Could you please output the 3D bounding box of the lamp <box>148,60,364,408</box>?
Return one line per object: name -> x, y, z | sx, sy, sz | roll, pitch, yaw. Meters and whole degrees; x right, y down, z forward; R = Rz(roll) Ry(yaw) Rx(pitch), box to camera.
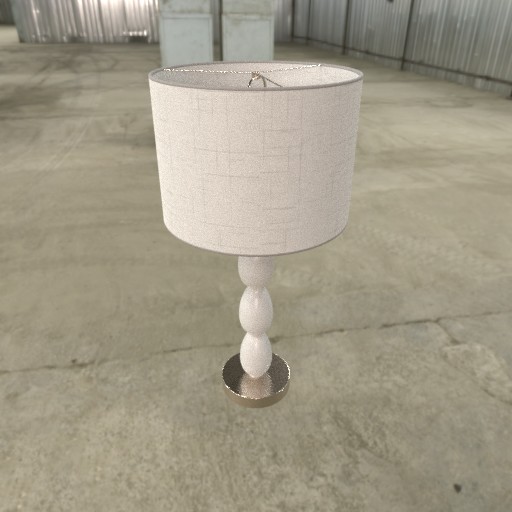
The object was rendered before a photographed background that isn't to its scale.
lamp -> 0.000, 0.000, 0.722 | 0.280, 0.559, 0.282 | 8, 30, 14
